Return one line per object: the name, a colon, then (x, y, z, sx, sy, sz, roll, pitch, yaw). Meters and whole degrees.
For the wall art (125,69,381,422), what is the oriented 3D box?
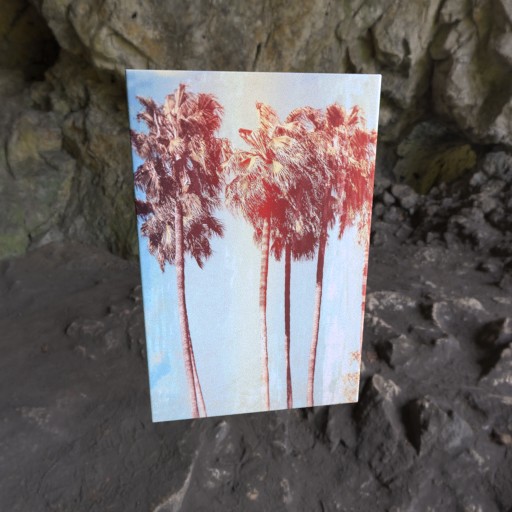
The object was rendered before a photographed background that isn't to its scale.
wall art: (0.000, 0.000, 0.497, 0.251, 0.380, 0.039, -3, 16, -9)
